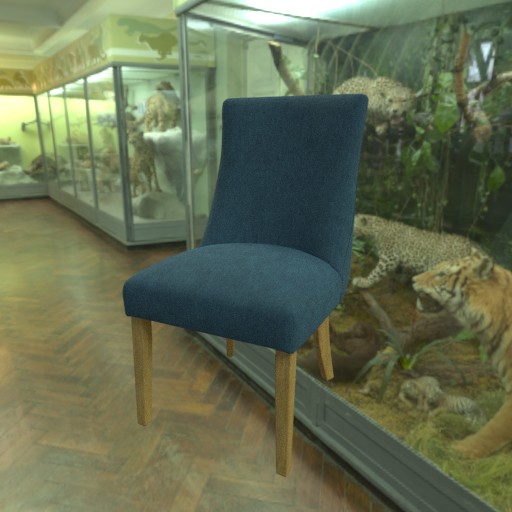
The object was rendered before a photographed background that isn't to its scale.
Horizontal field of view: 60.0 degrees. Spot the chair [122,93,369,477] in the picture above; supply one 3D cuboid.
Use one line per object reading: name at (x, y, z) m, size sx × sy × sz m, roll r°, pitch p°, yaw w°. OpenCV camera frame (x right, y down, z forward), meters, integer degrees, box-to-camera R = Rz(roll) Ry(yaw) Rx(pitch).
chair at (0.000, 0.000, 1.274) m, size 0.495 × 0.902 × 0.609 m, roll 8°, pitch 18°, yaw 25°
